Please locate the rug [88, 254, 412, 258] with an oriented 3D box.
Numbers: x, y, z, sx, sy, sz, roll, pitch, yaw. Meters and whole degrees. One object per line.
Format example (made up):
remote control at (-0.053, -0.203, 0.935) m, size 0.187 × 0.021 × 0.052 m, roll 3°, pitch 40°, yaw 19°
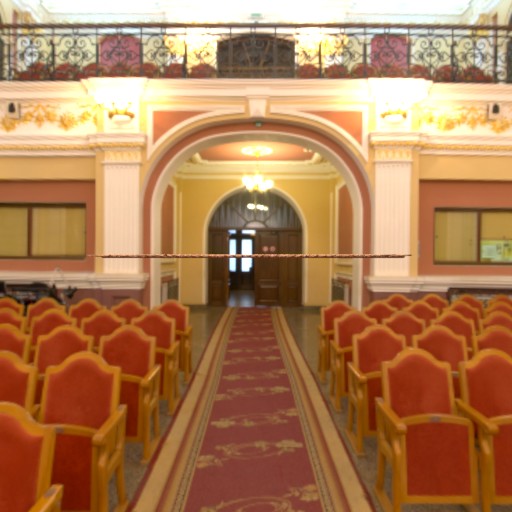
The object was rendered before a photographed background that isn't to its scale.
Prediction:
rug at (0.000, 0.000, 2.034) m, size 0.905 × 0.017 × 1.718 m, roll 0°, pitch 0°, yaw 0°
